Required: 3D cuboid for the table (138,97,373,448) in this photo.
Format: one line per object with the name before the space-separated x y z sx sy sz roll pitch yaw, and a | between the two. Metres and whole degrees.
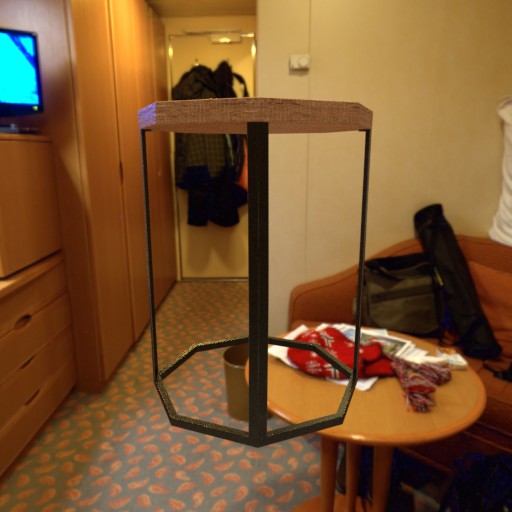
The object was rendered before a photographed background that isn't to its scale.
table | 0.000 0.000 0.887 0.437 0.553 0.437 13 18 43
